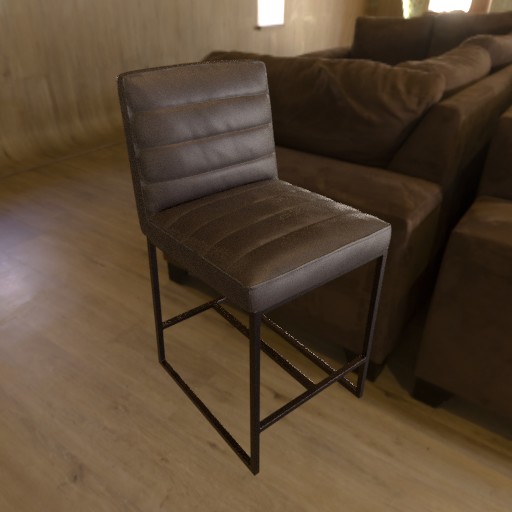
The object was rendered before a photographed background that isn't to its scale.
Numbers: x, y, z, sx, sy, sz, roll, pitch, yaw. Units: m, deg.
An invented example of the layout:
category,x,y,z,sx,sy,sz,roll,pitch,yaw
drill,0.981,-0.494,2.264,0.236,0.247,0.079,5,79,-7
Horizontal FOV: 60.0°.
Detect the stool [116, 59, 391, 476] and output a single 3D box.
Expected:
category,x,y,z,sx,sy,sz,roll,pitch,yaw
stool,0.000,0.000,1.233,0.463,0.946,0.562,-22,37,-32
